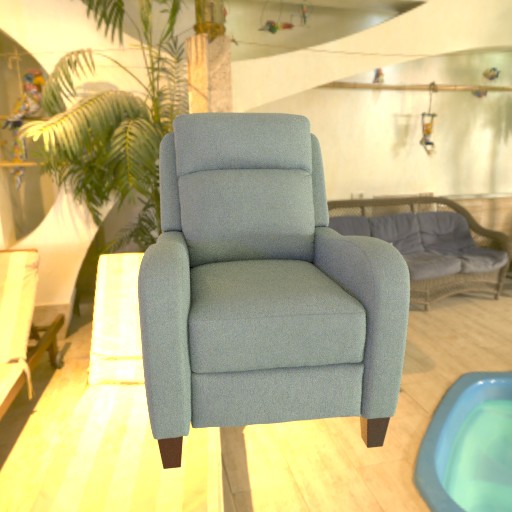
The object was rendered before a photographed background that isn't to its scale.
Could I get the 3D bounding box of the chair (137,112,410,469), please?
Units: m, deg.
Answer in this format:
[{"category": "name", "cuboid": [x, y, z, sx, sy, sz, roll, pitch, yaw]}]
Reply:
[{"category": "chair", "cuboid": [0.000, 0.000, 1.670, 0.785, 1.067, 0.988, -2, 15, -8]}]
